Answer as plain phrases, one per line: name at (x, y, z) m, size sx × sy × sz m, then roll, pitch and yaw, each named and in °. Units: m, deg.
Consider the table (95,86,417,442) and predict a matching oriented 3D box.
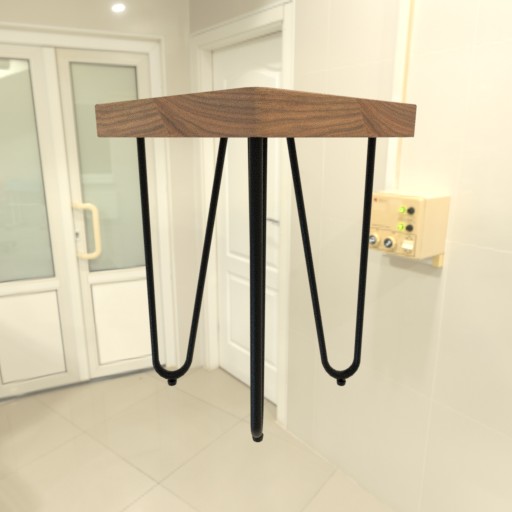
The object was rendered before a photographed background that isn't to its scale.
table at (0.000, 0.000, 0.990) m, size 0.479 × 0.641 × 0.480 m, roll 14°, pitch 20°, yaw 43°
